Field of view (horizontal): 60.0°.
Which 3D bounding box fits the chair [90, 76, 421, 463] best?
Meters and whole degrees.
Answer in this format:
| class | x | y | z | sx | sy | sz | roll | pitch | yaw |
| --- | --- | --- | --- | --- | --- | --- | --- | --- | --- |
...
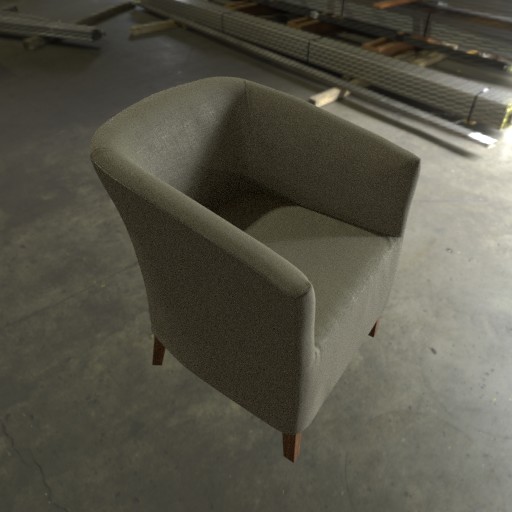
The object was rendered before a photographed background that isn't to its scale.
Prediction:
| class | x | y | z | sx | sy | sz | roll | pitch | yaw |
| --- | --- | --- | --- | --- | --- | --- | --- | --- | --- |
| chair | 0.000 | 0.000 | 1.246 | 0.668 | 0.771 | 0.600 | 25 | 47 | 26 |
